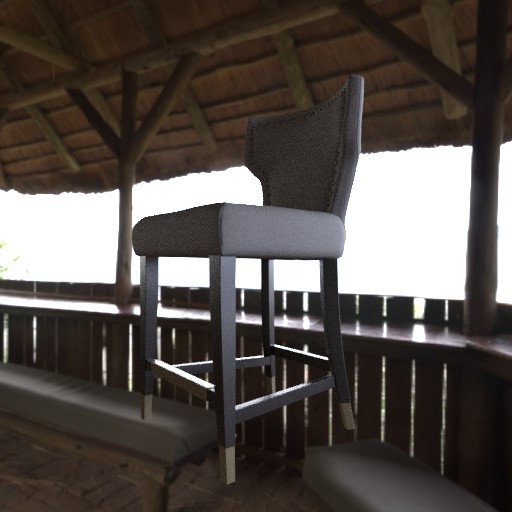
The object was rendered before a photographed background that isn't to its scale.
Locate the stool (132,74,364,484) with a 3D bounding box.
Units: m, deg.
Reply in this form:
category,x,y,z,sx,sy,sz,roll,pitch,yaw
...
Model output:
category,x,y,z,sx,sy,sz,roll,pitch,yaw
stool,0.000,0.000,1.291,0.563,0.982,0.527,0,0,-36
